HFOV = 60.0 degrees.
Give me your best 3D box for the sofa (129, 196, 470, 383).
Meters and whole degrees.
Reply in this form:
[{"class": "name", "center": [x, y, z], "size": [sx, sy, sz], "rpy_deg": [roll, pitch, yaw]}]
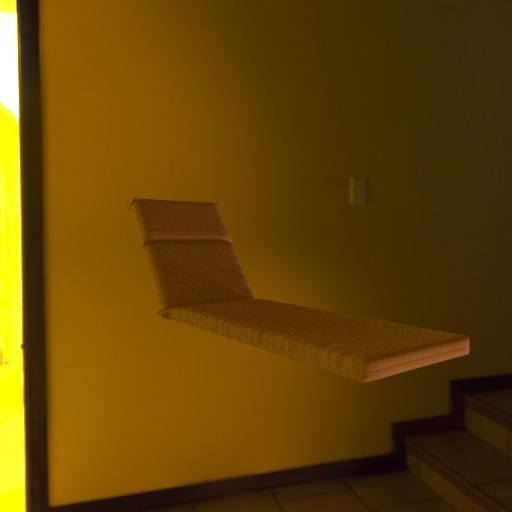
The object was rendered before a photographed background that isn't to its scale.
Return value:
[{"class": "sofa", "center": [0.000, 0.000, 1.937], "size": [0.582, 0.622, 1.663], "rpy_deg": [-1, 2, -36]}]
